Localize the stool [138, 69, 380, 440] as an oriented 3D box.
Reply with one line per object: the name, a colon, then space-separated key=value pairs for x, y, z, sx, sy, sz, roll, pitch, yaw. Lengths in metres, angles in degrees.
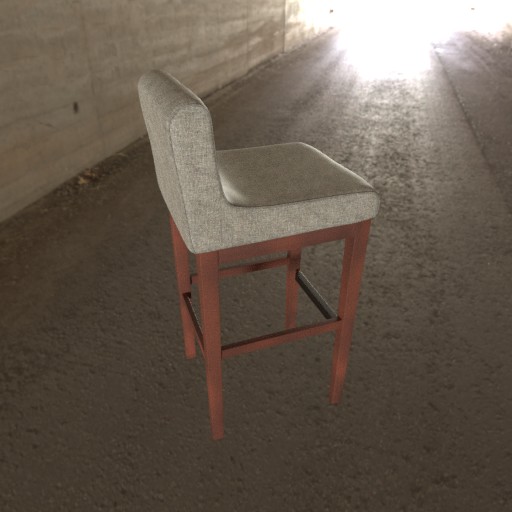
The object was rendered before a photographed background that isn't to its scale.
stool: x=0.000 y=0.000 z=1.262 sx=0.499 sy=0.965 sz=0.426 roll=-11 pitch=32 yaw=-17
